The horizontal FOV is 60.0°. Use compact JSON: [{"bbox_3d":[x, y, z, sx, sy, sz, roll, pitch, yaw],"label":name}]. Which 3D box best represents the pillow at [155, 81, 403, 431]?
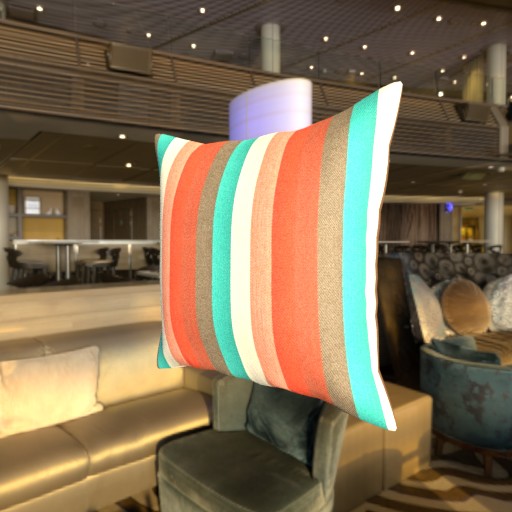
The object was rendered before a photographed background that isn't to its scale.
[{"bbox_3d":[0.000,0.000,0.693,0.453,0.443,0.168,1,2,36],"label":"pillow"}]
